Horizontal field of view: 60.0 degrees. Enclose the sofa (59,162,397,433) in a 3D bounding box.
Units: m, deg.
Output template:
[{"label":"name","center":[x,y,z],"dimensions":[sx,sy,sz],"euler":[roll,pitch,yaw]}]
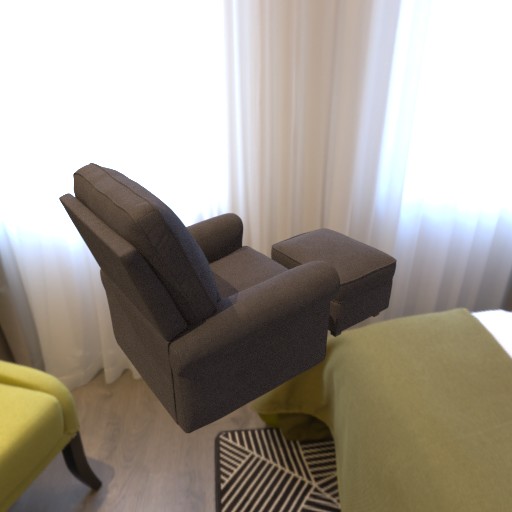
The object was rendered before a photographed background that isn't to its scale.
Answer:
[{"label":"sofa","center":[0.000,0.000,2.081],"dimensions":[1.478,0.959,0.880],"euler":[-18,32,-32]}]
